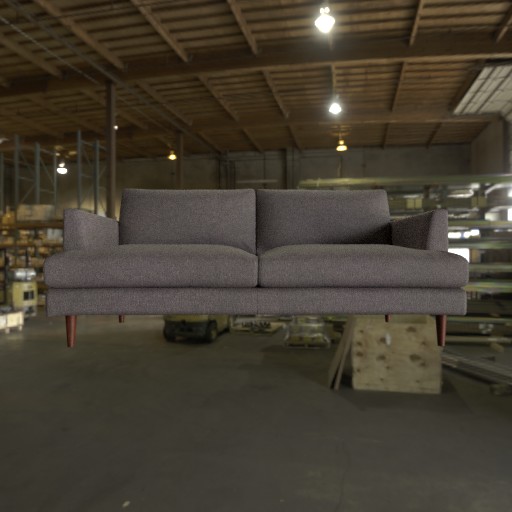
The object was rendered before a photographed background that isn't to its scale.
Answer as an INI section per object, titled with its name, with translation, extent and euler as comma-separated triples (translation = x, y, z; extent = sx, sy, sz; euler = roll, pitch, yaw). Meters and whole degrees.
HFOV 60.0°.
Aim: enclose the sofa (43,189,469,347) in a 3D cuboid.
[sofa]
translation = 0.000, 0.000, 2.513
extent = 1.948, 0.868, 1.020
euler = 0, -1, -1
